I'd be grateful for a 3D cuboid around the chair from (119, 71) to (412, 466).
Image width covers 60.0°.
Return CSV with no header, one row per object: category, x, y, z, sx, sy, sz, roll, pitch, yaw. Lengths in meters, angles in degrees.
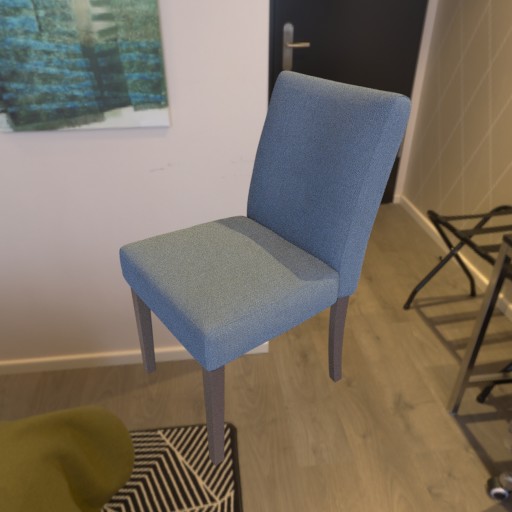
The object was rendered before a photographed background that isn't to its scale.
chair,0.000,0.000,1.255,0.629,0.882,0.487,-22,38,-31
